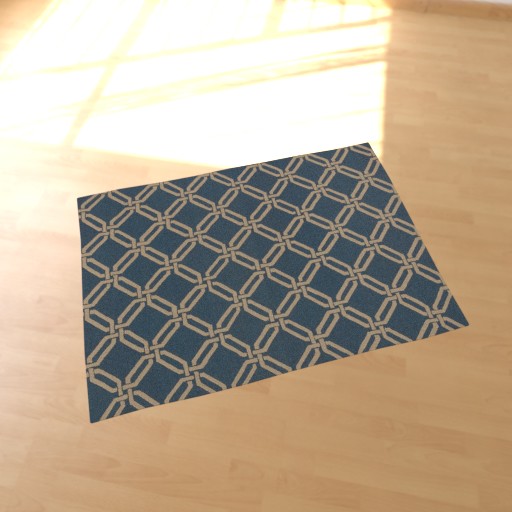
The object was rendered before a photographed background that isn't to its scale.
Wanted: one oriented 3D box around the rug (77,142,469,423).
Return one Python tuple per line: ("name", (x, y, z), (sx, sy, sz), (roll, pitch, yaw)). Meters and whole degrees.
("rug", (0.000, 0.000, 2.759), (2.135, 0.013, 1.524), (-12, 59, -8))
